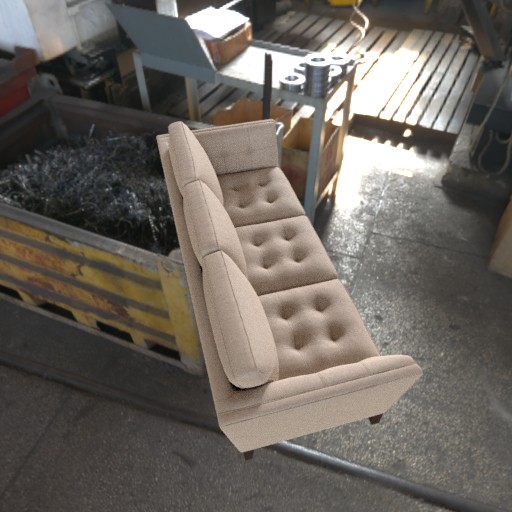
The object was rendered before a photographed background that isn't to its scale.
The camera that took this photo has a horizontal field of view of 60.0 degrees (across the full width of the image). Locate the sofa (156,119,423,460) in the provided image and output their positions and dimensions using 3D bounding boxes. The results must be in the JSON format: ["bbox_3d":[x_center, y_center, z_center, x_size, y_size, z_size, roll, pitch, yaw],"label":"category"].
[{"bbox_3d":[0.000,0.000,2.952,0.965,0.940,2.388,-11,47,-10],"label":"sofa"}]
